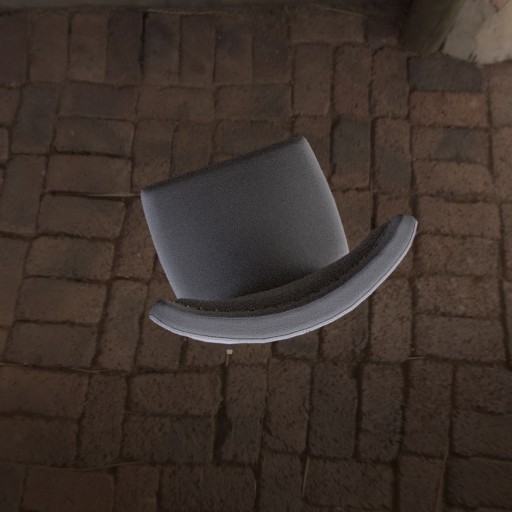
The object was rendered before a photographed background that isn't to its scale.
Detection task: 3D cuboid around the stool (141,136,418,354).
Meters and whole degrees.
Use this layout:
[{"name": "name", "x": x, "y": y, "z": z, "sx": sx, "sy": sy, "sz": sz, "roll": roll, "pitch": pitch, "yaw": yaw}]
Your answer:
[{"name": "stool", "x": 0.000, "y": 0.000, "z": 1.306, "sx": 0.527, "sy": 0.982, "sz": 0.563, "roll": -19, "pitch": 76, "yaw": -5}]
